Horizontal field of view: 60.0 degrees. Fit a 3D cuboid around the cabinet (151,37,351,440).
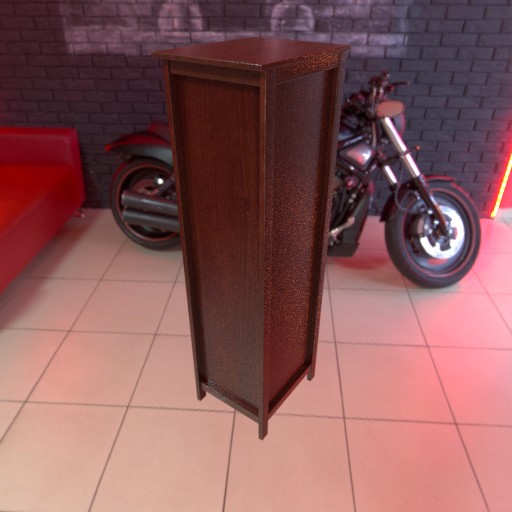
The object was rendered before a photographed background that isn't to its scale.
[{"bbox_3d":[0.000,0.000,1.775,0.401,1.518,0.500,21,38,30],"label":"cabinet"}]
